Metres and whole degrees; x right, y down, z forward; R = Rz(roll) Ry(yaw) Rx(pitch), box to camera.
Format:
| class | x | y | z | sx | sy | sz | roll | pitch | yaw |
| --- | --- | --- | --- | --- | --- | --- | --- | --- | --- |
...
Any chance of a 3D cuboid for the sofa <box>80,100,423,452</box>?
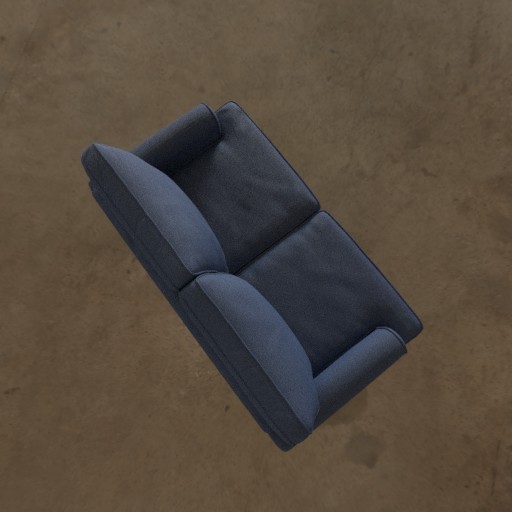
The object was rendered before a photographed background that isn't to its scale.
| class | x | y | z | sx | sy | sz | roll | pitch | yaw |
| --- | --- | --- | --- | --- | --- | --- | --- | --- | --- |
| sofa | 0.000 | 0.000 | 2.275 | 0.965 | 0.965 | 1.651 | -37 | 80 | -8 |
